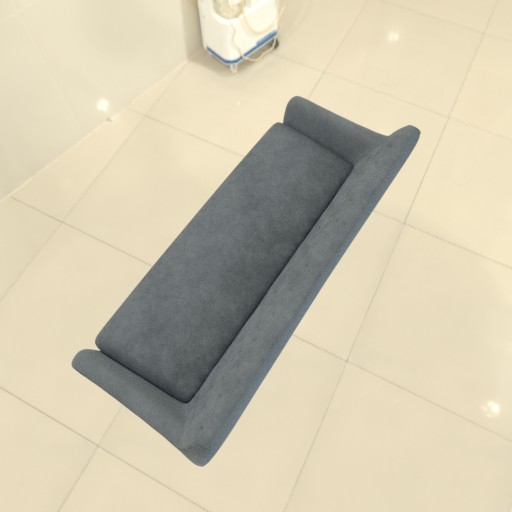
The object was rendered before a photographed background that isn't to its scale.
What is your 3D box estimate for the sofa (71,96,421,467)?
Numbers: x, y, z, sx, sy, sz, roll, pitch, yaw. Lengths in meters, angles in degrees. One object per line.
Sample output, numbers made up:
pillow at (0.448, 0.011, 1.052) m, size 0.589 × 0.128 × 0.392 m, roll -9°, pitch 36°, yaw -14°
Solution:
sofa at (0.000, 0.000, 2.401) m, size 0.841 × 0.832 × 1.975 m, roll 31°, pitch 69°, yaw 13°
